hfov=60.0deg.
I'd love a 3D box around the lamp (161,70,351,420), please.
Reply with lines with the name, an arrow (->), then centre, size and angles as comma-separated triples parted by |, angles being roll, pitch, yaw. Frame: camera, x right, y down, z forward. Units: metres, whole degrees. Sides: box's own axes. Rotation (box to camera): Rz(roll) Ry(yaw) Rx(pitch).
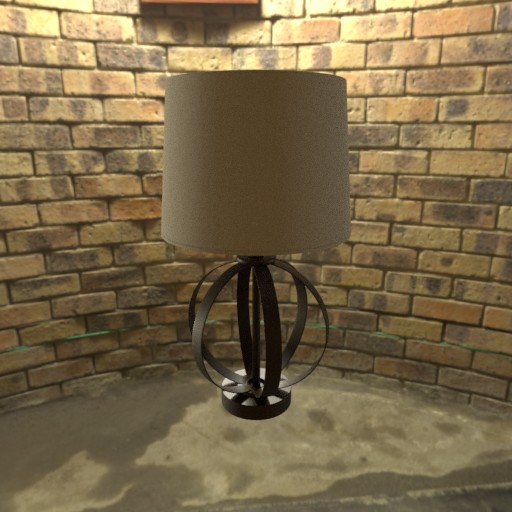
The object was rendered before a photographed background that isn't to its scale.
lamp -> 0.000, 0.000, 0.694 | 0.286, 0.510, 0.286 | 0, 15, 0
